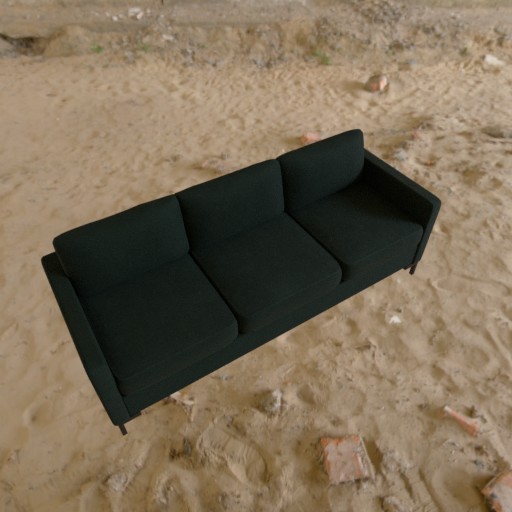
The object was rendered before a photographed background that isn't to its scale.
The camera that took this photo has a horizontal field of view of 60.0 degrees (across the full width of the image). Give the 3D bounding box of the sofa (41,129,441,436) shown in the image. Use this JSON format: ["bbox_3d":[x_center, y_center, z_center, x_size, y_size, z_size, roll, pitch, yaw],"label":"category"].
[{"bbox_3d":[0.000,0.000,2.696,2.218,0.870,0.859,-24,50,-22],"label":"sofa"}]
